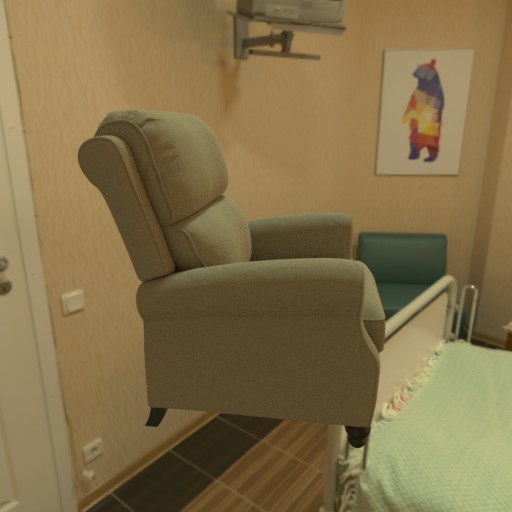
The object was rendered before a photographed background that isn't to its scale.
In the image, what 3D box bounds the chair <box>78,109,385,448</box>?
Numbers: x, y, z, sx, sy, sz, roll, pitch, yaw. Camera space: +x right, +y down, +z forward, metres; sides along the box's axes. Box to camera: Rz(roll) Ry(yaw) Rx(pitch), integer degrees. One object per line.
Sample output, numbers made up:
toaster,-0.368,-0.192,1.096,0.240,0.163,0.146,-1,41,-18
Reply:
chair,0.000,0.000,1.678,0.919,1.046,0.859,3,17,9
